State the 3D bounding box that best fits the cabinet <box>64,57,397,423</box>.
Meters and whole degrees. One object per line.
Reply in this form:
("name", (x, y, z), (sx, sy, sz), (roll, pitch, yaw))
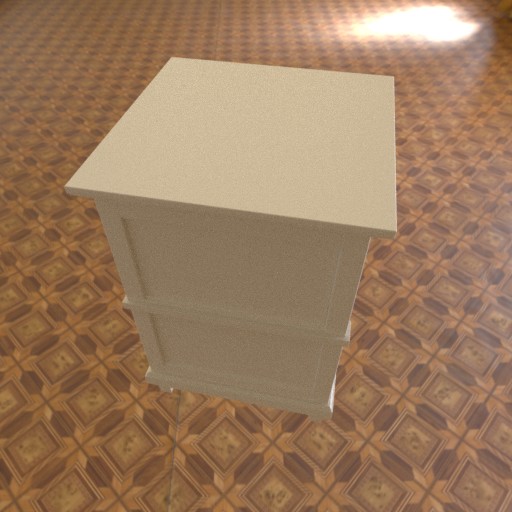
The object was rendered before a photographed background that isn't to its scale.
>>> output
("cabinet", (0.000, 0.000, 1.169), (0.547, 0.775, 0.544), (9, 47, 8))
